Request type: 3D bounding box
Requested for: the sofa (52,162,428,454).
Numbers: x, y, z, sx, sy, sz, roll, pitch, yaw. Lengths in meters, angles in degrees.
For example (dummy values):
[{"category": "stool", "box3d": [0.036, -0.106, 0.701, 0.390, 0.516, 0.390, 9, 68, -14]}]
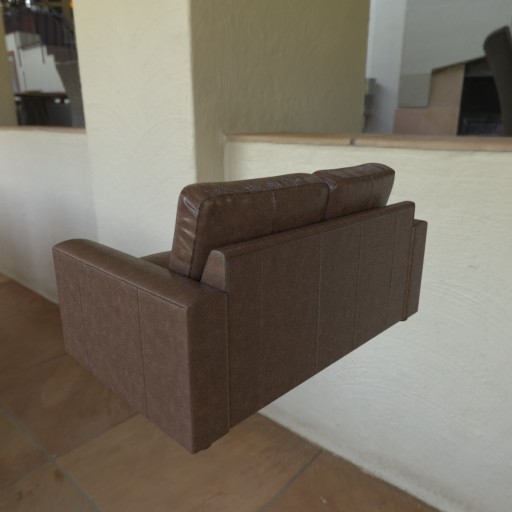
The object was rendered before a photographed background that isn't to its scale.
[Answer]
[{"category": "sofa", "box3d": [0.000, 0.000, 2.202, 1.016, 0.873, 1.616, 16, 23, 42]}]
